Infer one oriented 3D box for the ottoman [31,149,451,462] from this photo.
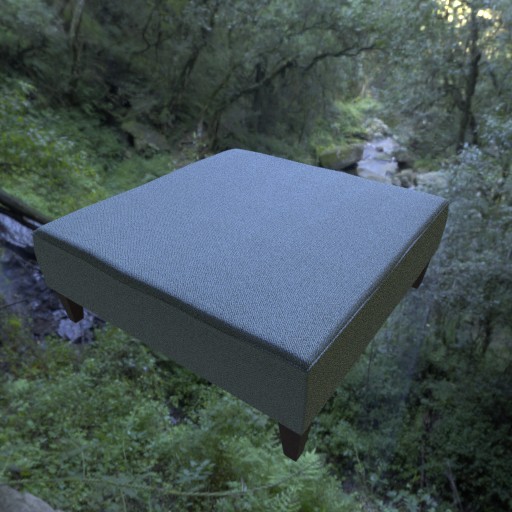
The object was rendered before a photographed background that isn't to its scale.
[{"bbox_3d":[0.000,0.000,1.514,0.968,0.379,1.004,21,37,30],"label":"ottoman"}]
